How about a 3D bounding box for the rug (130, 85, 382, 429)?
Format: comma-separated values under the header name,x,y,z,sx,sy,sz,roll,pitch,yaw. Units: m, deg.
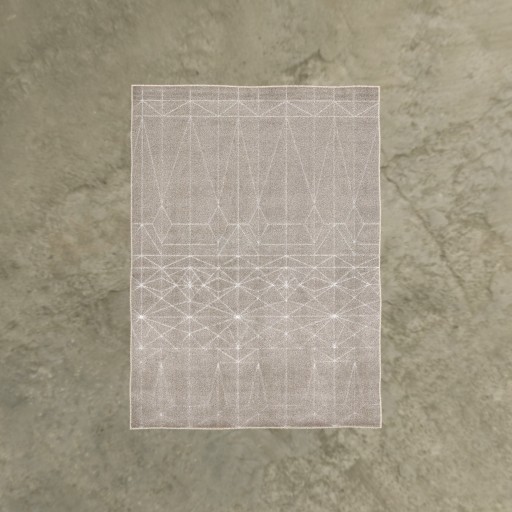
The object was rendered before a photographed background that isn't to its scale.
name,x,y,z,sx,sy,sz,roll,pitch,yaw
rug,0.000,0.000,4.322,2.449,0.019,3.357,0,89,-1
